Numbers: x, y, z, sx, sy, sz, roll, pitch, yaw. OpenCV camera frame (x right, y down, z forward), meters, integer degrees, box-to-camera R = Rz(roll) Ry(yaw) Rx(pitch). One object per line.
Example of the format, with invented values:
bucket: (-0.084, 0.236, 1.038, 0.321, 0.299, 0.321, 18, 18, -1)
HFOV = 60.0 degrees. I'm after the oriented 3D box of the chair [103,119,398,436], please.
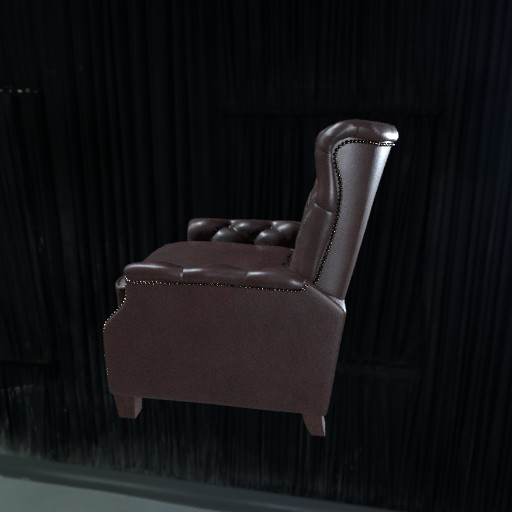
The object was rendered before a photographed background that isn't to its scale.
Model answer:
chair: (0.000, 0.000, 1.490, 0.823, 0.864, 0.709, 2, 16, 8)
